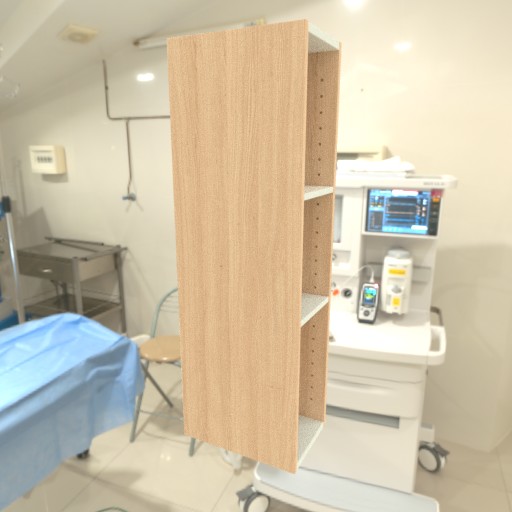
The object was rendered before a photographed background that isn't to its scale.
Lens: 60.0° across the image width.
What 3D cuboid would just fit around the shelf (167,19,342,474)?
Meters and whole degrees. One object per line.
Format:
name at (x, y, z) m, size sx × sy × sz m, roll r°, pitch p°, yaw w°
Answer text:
shelf at (0.000, 0.000, 0.986) m, size 0.290 × 0.882 × 0.197 m, roll 7°, pitch 16°, yaw 27°
